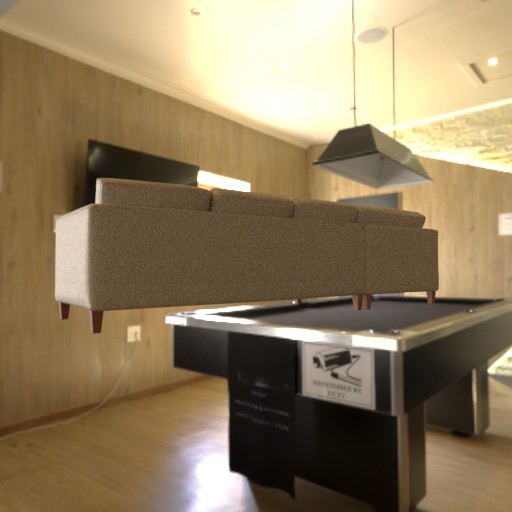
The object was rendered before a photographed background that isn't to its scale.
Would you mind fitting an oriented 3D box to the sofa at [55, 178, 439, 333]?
[{"bbox_3d":[0.000,0.000,3.817,3.201,0.876,1.502,1,-1,-35],"label":"sofa"}]
